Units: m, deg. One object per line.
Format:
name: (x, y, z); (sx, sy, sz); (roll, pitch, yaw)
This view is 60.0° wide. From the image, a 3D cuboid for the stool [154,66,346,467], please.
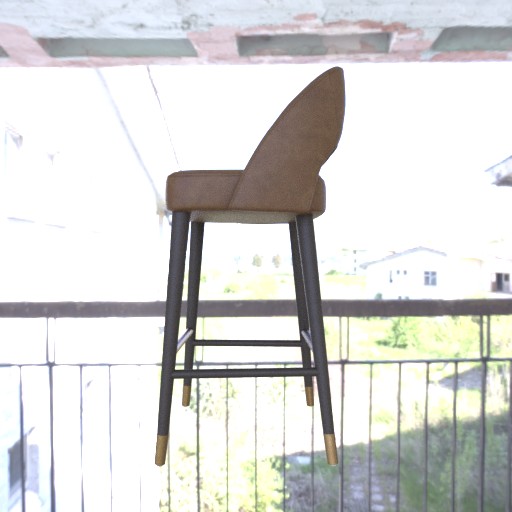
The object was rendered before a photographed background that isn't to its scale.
stool: (0.000, 0.000, 1.315); (0.509, 1.037, 0.494); (0, 0, 0)
